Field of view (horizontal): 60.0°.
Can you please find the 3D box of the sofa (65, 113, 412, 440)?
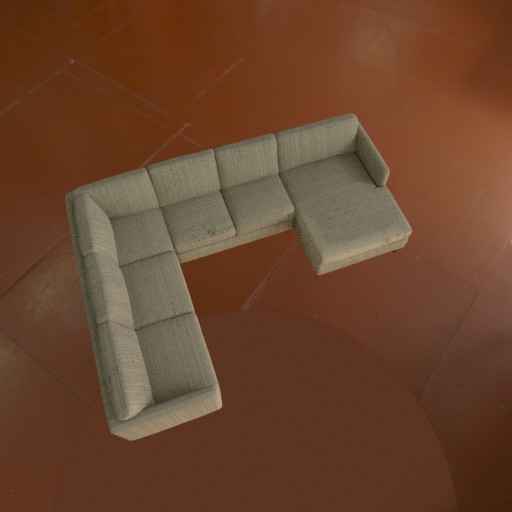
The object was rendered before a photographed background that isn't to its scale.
[{"bbox_3d":[0.000,0.000,4.653,3.460,0.961,2.594,-18,63,-9],"label":"sofa"}]
